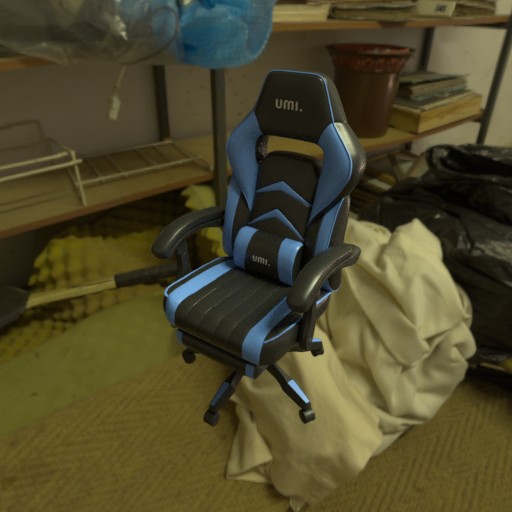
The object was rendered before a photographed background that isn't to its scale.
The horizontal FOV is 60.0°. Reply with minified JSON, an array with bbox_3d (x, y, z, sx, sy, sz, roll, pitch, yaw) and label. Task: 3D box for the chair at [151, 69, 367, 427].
[{"bbox_3d":[0.000,0.000,1.726,0.700,1.280,0.700,19,36,28],"label":"chair"}]
